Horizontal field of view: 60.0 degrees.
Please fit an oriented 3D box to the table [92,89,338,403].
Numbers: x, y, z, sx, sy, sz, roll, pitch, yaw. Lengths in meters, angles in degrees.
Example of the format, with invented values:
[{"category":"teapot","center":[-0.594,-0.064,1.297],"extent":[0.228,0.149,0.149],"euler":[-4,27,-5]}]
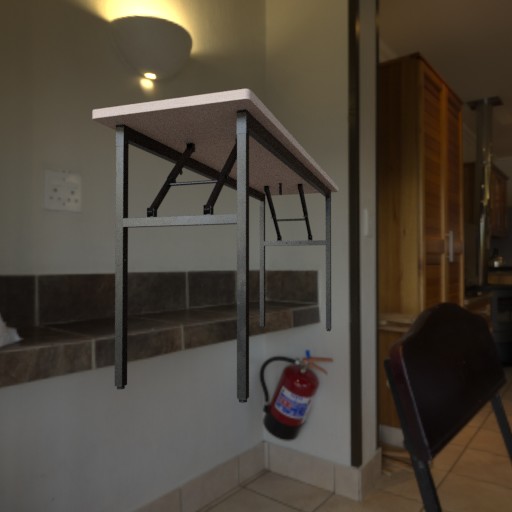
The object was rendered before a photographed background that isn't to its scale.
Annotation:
[{"category":"table","center":[0.000,0.000,1.754],"extent":[0.447,0.750,1.397],"euler":[0,-1,19]}]
